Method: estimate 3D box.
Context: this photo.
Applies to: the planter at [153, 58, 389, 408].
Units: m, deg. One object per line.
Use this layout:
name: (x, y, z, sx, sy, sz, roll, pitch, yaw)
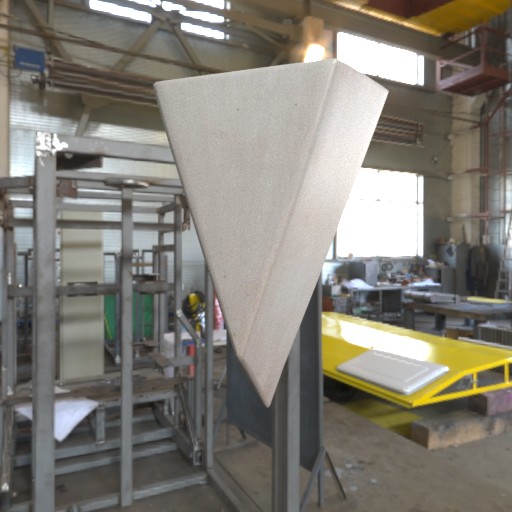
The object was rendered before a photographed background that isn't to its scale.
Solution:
planter: (0.000, 0.000, 0.264, 0.150, 0.197, 0.060, 0, 1, 18)
